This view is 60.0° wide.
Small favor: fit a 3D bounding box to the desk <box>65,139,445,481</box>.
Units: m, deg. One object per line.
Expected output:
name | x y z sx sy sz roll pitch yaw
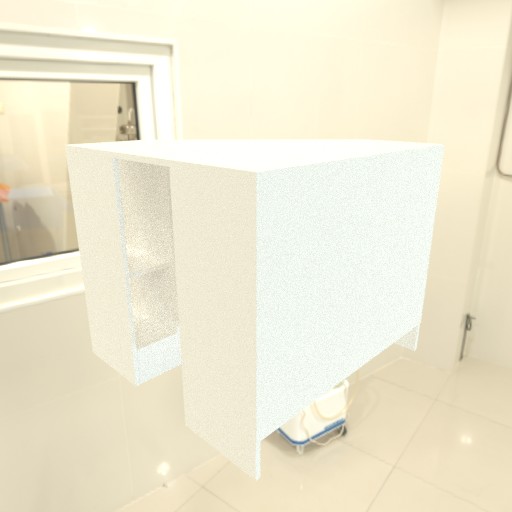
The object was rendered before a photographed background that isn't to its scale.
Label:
desk | 0.000 0.000 1.672 0.926 0.818 0.940 18 26 42
